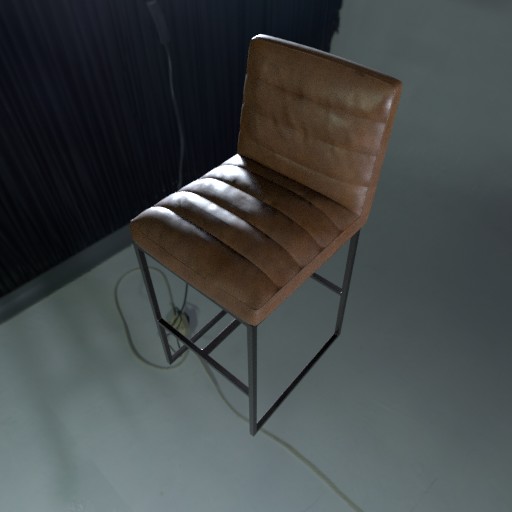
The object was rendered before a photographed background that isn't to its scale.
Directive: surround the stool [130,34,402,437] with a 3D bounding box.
[{"bbox_3d":[0.000,0.000,1.357,0.463,1.065,0.562,32,55,26],"label":"stool"}]
